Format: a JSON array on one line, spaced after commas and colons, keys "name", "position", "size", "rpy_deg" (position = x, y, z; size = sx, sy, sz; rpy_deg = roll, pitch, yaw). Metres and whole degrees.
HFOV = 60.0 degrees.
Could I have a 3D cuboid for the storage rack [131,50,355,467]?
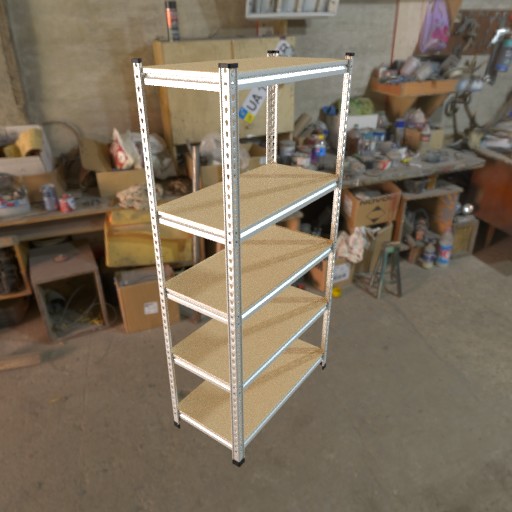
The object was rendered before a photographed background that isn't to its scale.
[{"name": "storage rack", "position": [0.000, 0.000, 2.215], "size": [0.457, 1.829, 0.914], "rpy_deg": [18, 32, 31]}]
